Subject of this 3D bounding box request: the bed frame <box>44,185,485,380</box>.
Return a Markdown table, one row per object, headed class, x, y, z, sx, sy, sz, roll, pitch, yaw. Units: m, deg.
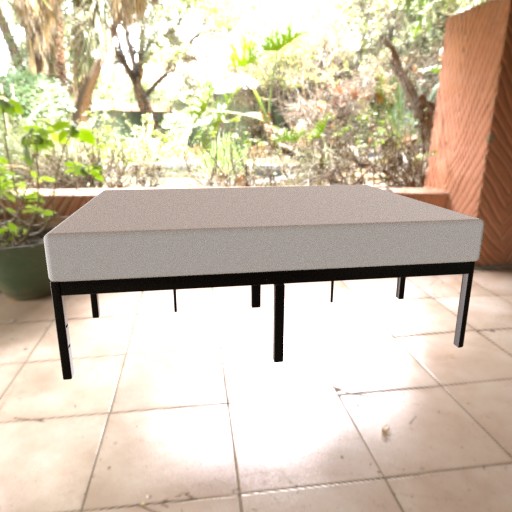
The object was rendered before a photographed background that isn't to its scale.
| class | x | y | z | sx | sy | sz | roll | pitch | yaw |
| --- | --- | --- | --- | --- | --- | --- | --- | --- | --- |
| bed frame | 0.000 | 0.000 | 2.670 | 1.956 | 0.659 | 1.408 | -2 | 16 | -9 |
